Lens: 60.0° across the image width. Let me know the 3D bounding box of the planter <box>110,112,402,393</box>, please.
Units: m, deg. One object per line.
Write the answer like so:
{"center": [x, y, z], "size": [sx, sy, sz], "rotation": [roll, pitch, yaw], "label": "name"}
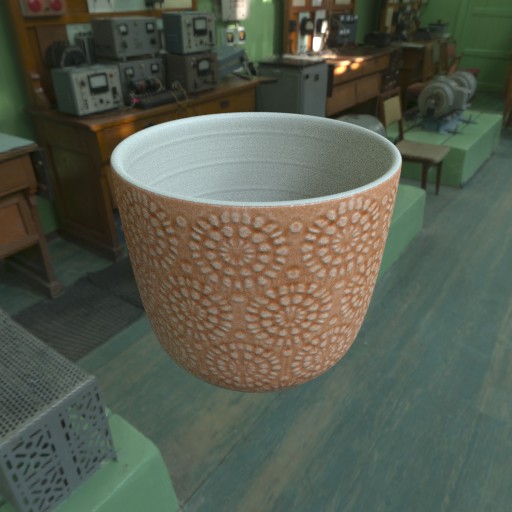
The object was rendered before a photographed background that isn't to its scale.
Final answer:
{"center": [0.000, 0.000, 0.376], "size": [0.208, 0.190, 0.208], "rotation": [0, 31, 0], "label": "planter"}
